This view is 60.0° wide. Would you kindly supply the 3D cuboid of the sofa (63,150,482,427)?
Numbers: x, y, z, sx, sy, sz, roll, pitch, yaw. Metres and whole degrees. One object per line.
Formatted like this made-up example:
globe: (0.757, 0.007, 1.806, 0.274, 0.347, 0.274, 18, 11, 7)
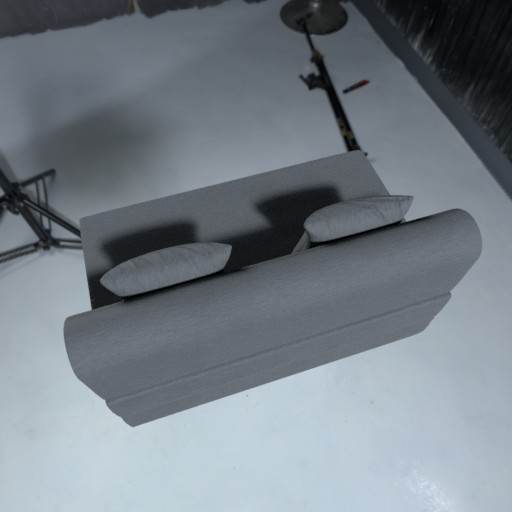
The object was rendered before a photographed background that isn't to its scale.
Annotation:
sofa: (0.000, 0.000, 1.658, 1.225, 0.670, 0.762, -15, 60, -9)
